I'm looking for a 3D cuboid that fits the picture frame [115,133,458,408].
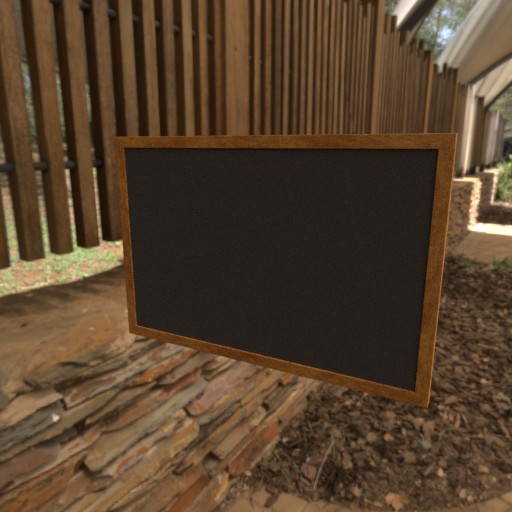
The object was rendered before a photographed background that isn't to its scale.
[{"bbox_3d":[0.000,0.000,1.182,0.922,0.621,0.029,7,16,27],"label":"picture frame"}]
